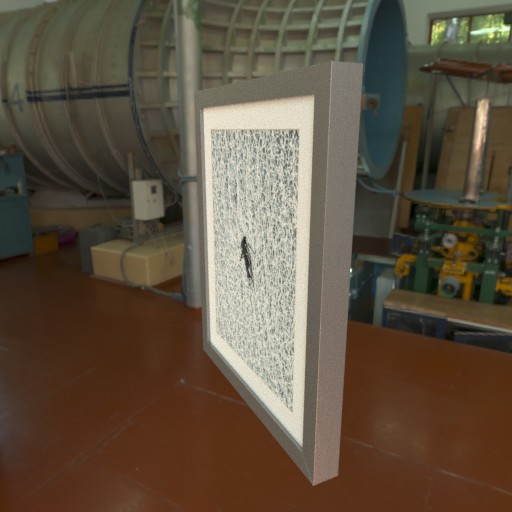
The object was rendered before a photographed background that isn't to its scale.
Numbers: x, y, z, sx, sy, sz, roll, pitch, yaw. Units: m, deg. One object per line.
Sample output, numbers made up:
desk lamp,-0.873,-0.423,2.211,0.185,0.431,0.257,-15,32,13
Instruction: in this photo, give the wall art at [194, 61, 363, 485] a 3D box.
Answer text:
wall art,0.000,0.000,0.515,0.030,0.379,0.308,-8,18,-25
